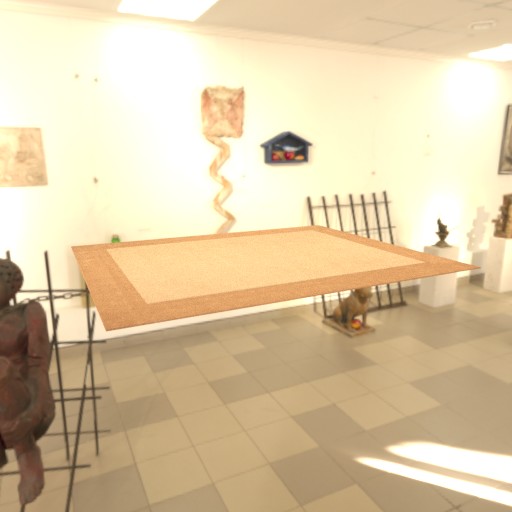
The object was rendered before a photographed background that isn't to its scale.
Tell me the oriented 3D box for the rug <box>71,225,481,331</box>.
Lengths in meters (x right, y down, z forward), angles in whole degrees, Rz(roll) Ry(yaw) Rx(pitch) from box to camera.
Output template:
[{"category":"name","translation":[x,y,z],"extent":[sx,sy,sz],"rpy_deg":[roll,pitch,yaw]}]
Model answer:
[{"category":"rug","translation":[0.000,0.000,4.162],"extent":[3.048,0.014,2.438],"rpy_deg":[-7,15,-26]}]
